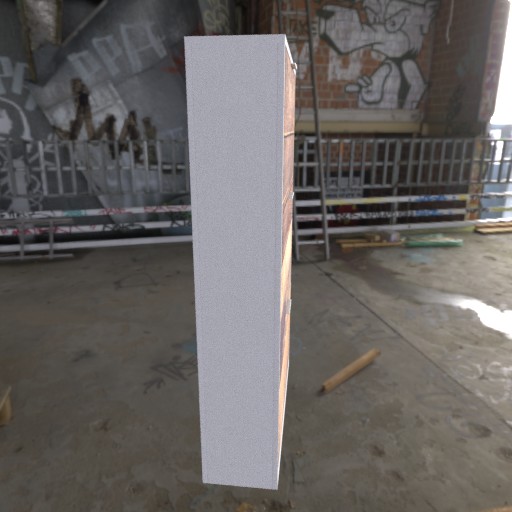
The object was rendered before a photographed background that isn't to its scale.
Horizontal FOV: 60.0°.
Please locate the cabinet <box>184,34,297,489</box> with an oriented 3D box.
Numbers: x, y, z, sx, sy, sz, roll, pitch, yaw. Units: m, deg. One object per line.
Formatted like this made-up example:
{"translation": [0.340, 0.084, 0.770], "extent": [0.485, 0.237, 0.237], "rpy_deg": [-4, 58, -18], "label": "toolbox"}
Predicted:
{"translation": [0.000, 0.000, 1.559], "extent": [0.250, 1.280, 0.750], "rpy_deg": [2, 17, 6], "label": "cabinet"}
